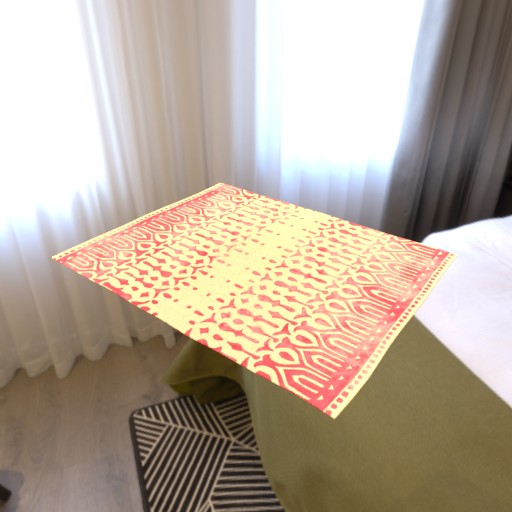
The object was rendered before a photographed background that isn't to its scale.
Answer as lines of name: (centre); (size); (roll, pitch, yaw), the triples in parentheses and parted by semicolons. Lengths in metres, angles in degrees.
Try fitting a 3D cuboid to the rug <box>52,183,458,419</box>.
rug: (0.000, 0.000, 4.261); (3.095, 0.016, 2.441); (22, 37, 32)
